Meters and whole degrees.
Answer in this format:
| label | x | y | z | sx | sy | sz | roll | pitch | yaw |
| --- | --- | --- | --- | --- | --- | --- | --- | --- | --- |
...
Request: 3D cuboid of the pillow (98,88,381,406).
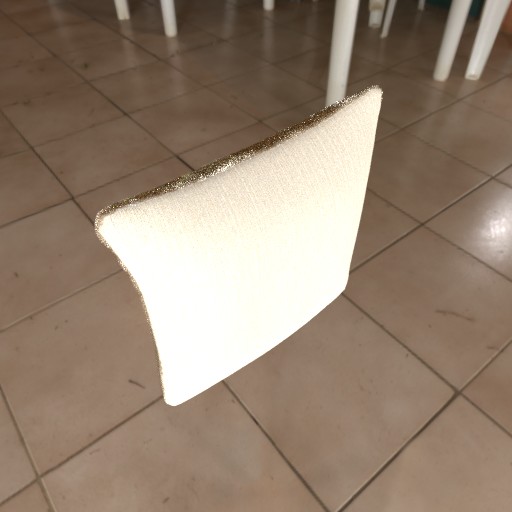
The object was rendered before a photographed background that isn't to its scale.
| label | x | y | z | sx | sy | sz | roll | pitch | yaw |
| --- | --- | --- | --- | --- | --- | --- | --- | --- | --- |
| pillow | 0.000 | 0.000 | 0.830 | 0.538 | 0.525 | 0.216 | -31 | 53 | -27 |
